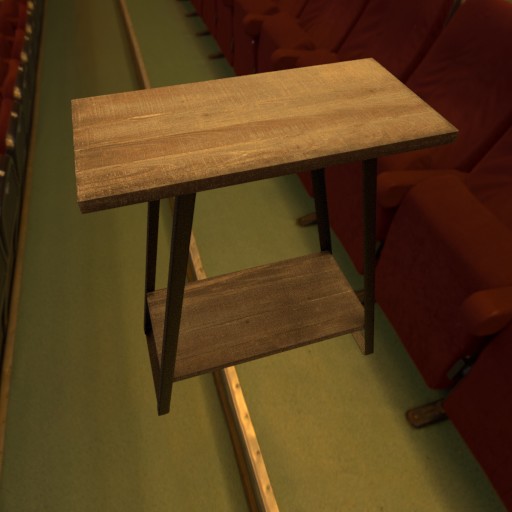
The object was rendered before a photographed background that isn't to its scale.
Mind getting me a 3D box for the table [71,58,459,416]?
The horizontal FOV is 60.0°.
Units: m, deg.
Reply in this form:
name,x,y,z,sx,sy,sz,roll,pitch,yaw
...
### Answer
name,x,y,z,sx,sy,sz,roll,pitch,yaw
table,0.000,0.000,1.010,0.599,0.701,0.300,-13,48,-12
